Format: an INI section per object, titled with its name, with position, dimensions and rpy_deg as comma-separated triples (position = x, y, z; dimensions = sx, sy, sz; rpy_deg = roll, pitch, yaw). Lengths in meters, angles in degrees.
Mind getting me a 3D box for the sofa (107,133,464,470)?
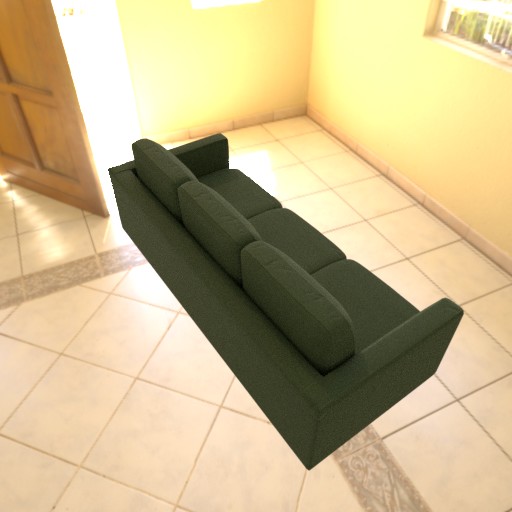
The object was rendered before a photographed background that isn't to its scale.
[sofa]
position = 0.000, 0.000, 2.509
dimensions = 0.879, 0.899, 2.029
rpy_deg = -25, 48, -25
